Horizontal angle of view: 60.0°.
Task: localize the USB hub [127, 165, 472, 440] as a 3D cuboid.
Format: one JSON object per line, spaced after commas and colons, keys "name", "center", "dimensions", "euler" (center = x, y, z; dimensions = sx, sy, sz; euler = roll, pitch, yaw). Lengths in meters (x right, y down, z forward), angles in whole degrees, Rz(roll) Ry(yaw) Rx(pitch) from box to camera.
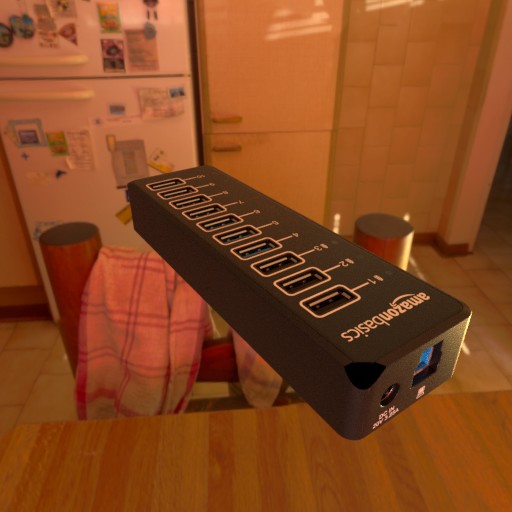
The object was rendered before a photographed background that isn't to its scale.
{"name": "USB hub", "center": [0.000, 0.000, 0.164], "dimensions": [0.044, 0.023, 0.145], "euler": [-19, 35, -29]}
